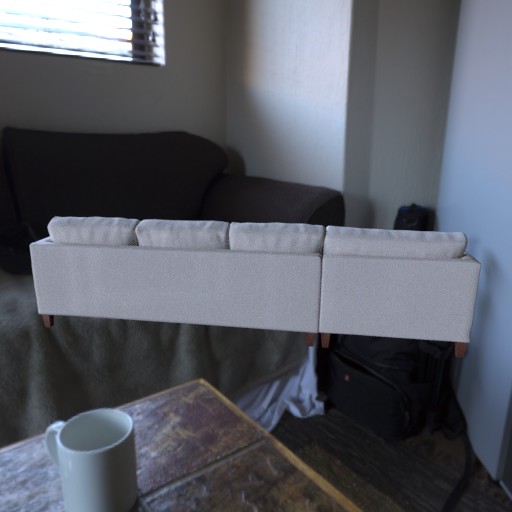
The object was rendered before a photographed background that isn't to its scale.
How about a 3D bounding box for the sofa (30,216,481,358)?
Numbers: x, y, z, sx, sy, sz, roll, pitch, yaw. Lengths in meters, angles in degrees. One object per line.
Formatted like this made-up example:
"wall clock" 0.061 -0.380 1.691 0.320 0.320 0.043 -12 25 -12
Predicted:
"sofa" 0.000 0.000 3.888 3.186 0.861 1.625 3 16 9
